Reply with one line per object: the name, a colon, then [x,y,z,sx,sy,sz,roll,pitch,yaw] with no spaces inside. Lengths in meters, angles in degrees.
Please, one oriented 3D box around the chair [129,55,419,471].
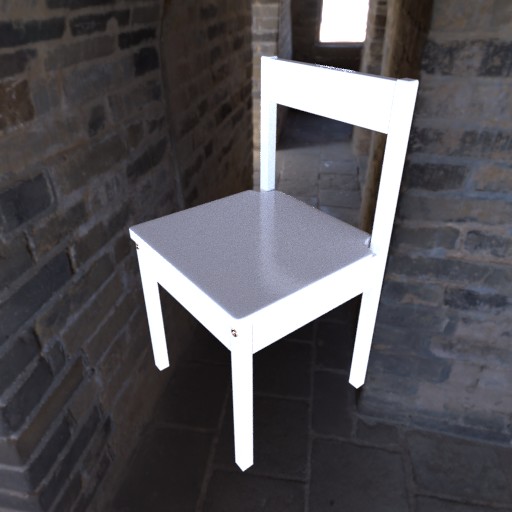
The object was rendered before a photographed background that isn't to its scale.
chair: [0.000,0.000,0.878,0.361,0.668,0.367,-23,38,-32]
